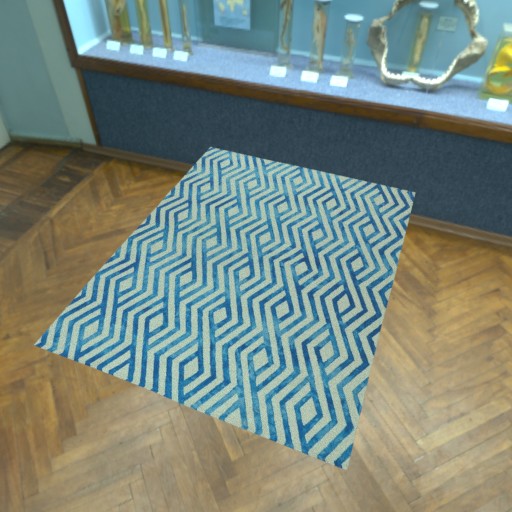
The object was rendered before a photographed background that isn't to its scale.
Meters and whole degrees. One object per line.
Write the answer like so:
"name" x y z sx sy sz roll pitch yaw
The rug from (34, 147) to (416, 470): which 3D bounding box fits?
"rug" 0.000 0.000 4.072 2.453 0.008 3.059 16 47 15
